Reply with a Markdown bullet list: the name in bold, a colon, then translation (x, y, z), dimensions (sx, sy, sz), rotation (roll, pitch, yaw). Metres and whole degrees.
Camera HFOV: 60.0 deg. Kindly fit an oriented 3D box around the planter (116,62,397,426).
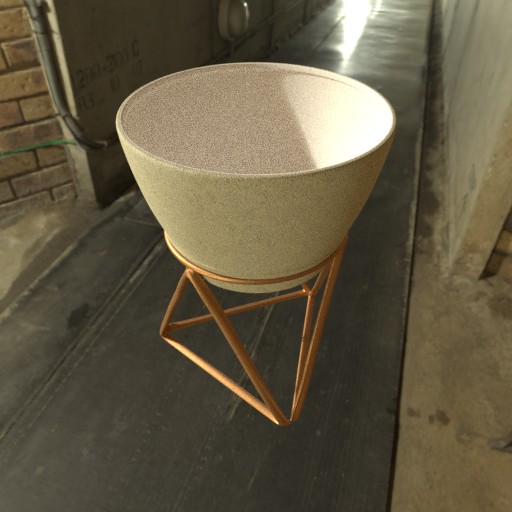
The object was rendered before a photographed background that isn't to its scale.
- **planter**: translation (0.000, 0.000, 0.729), dimensions (0.350, 0.504, 0.350), rotation (-13, 43, -15)
